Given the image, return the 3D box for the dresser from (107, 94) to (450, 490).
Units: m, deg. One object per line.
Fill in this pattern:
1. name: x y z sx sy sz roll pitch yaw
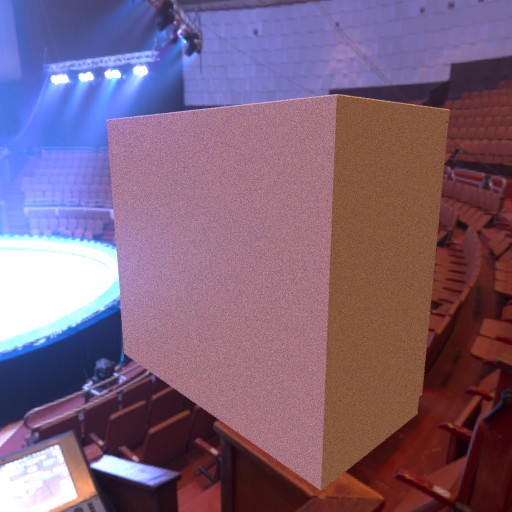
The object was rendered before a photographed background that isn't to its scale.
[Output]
1. dresser: 0.000 0.000 1.222 0.420 0.740 0.830 -12 18 -41
